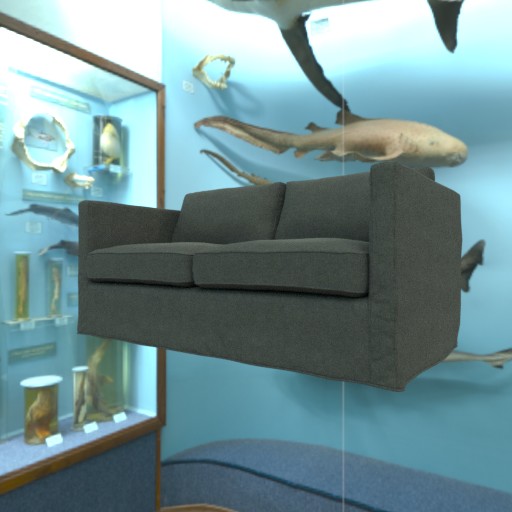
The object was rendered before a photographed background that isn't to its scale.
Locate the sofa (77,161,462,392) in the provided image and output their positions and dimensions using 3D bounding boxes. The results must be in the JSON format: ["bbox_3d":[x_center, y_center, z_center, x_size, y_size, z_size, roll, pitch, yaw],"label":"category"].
[{"bbox_3d":[0.000,0.000,2.279,1.802,0.854,0.974,0,0,36],"label":"sofa"}]
